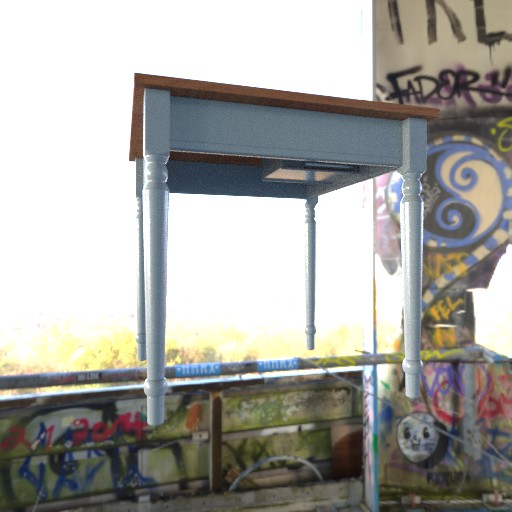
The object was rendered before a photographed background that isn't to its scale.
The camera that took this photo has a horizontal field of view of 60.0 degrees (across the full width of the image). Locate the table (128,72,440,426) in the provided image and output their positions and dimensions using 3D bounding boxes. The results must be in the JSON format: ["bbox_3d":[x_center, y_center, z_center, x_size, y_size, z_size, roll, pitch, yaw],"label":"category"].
[{"bbox_3d":[0.000,0.000,1.364,0.747,0.738,0.747,0,-1,-17],"label":"table"}]
